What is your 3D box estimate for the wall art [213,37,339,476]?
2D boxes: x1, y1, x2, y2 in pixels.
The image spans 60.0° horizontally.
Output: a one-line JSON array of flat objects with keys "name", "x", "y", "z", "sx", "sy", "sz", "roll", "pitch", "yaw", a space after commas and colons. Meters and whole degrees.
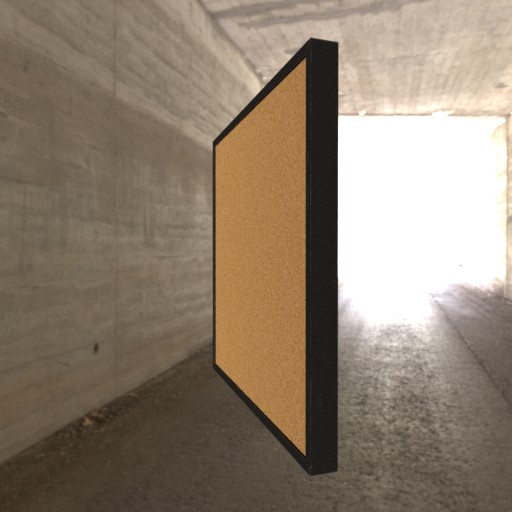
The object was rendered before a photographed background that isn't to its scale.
[{"name": "wall art", "x": 0.000, "y": 0.000, "z": 0.756, "sx": 0.036, "sy": 0.506, "sz": 0.506, "roll": 0, "pitch": 1, "yaw": -18}]
